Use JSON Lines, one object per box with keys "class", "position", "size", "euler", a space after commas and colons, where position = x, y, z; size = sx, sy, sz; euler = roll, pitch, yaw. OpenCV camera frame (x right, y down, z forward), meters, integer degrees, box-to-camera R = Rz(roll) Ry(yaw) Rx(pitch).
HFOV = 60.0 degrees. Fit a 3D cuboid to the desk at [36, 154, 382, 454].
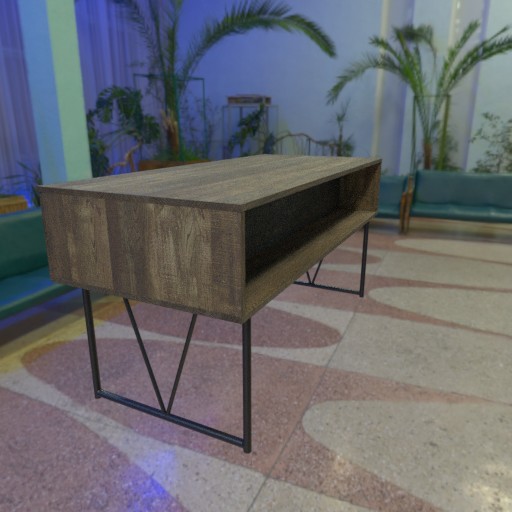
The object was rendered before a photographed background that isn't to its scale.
{"class": "desk", "position": [0.000, 0.000, 1.995], "size": [0.730, 0.780, 1.600], "euler": [8, 19, 26]}
